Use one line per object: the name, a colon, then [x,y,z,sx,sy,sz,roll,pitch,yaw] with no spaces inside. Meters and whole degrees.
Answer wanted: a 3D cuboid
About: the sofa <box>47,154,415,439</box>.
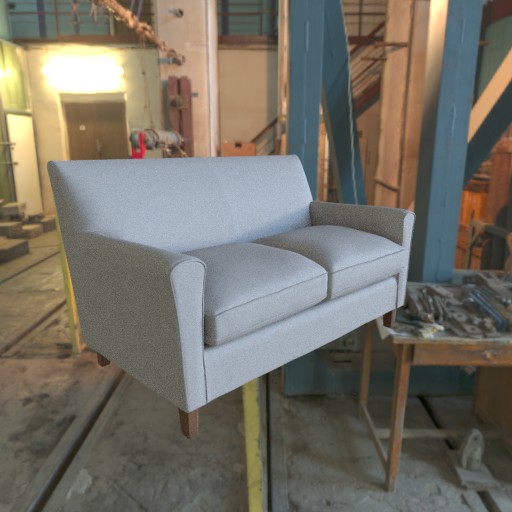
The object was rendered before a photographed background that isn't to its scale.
sofa: [0.000,0.000,2.064,1.482,0.890,0.888,-13,19,-43]
